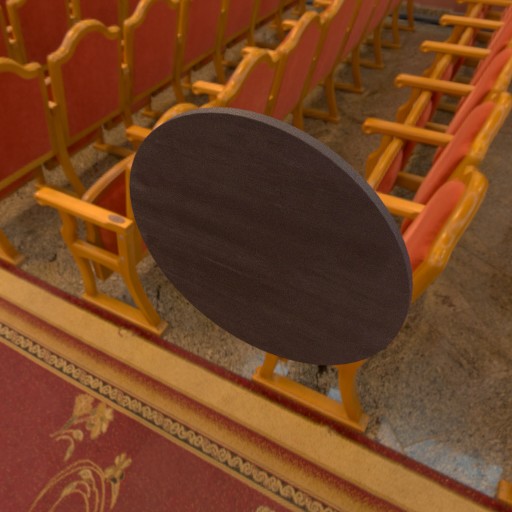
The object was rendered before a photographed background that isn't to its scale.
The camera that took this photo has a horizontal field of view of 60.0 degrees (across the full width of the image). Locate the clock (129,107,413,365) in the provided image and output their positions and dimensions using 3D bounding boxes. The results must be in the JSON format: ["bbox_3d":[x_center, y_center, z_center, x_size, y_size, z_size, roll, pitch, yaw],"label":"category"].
[{"bbox_3d":[0.000,0.000,0.866,0.595,0.595,0.029,22,49,20],"label":"clock"}]
